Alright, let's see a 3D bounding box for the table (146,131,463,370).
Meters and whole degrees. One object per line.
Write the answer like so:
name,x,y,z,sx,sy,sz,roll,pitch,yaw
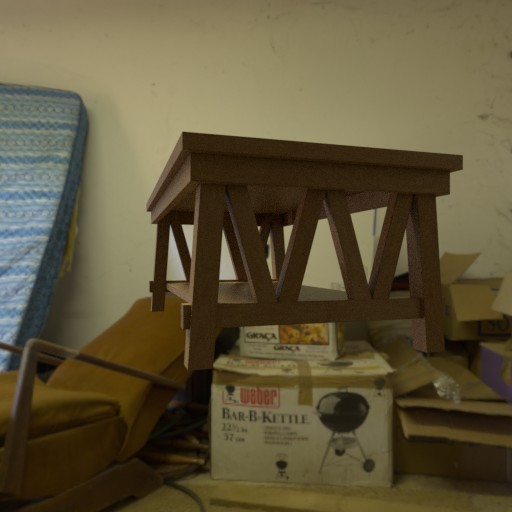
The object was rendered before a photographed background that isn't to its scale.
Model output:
table,0.000,0.000,1.629,0.711,0.507,1.270,0,0,-17
